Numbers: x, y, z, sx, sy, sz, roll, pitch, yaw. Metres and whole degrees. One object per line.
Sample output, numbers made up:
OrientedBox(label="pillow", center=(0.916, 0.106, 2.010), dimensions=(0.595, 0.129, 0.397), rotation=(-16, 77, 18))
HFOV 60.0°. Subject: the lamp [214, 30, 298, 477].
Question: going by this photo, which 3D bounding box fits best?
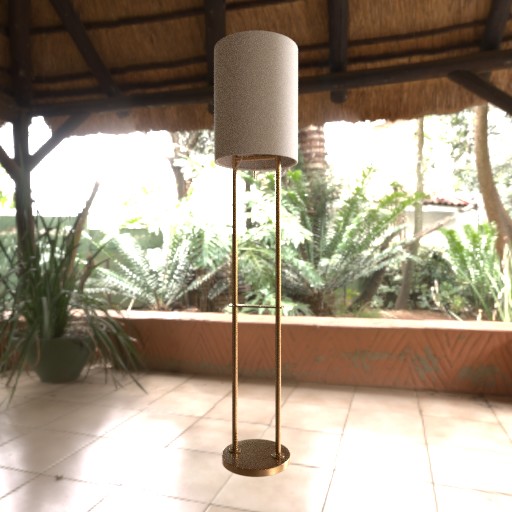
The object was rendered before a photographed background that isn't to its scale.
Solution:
OrientedBox(label="lamp", center=(0.000, 0.000, 1.626), dimensions=(0.306, 1.500, 0.305), rotation=(0, 0, 17))
